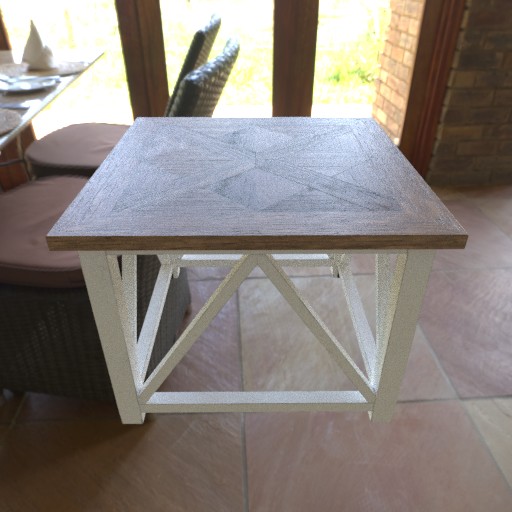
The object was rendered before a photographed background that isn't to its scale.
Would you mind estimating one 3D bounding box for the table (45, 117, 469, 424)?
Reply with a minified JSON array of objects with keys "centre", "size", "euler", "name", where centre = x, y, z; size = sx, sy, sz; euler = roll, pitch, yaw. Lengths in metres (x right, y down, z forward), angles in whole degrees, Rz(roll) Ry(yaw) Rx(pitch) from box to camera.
[{"centre":[0.000,0.000,1.169],"size":[0.700,0.532,0.700],"euler":[0,33,0],"name":"table"}]
